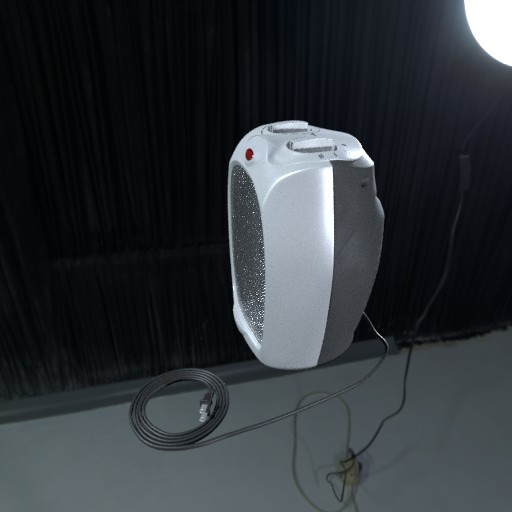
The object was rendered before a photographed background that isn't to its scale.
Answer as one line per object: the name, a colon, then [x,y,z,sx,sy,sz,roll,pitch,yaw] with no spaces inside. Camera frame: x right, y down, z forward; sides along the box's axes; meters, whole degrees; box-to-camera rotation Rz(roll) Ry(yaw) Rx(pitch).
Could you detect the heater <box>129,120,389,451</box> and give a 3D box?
heater: [0.000,0.000,0.456,0.291,0.240,0.239,-8,31,-13]
